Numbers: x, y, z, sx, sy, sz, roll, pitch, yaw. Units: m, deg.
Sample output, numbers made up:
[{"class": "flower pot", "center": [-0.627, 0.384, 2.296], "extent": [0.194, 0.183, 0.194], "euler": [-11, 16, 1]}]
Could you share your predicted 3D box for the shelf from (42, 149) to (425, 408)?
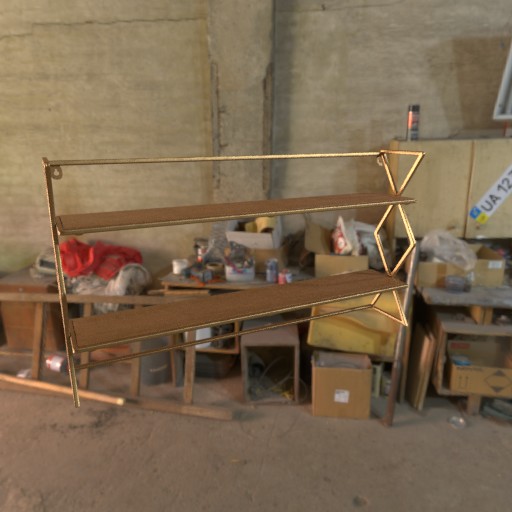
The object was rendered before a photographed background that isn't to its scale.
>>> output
[{"class": "shelf", "center": [0.000, 0.000, 1.002], "extent": [0.822, 0.450, 0.150], "euler": [-8, 17, -25]}]
